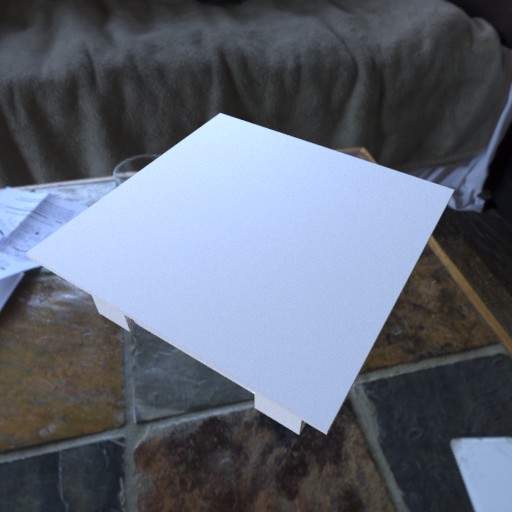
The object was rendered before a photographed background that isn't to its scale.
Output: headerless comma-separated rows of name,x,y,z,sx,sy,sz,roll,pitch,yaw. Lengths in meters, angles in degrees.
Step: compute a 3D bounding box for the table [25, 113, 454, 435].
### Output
table,0.000,0.000,1.384,0.890,0.305,0.890,25,51,22
